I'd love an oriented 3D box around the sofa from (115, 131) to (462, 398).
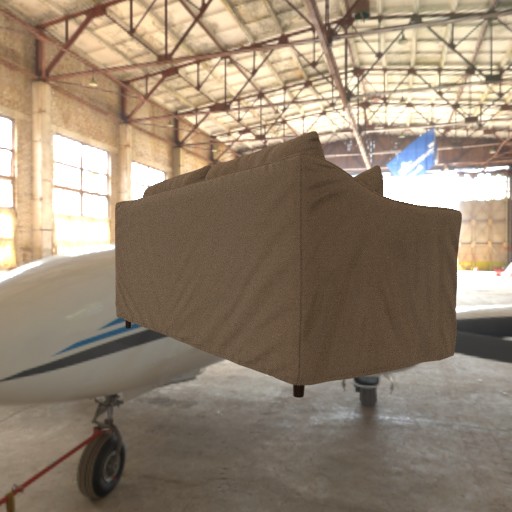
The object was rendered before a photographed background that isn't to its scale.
[{"bbox_3d":[0.000,0.000,2.638,1.072,1.018,2.010,0,1,-36],"label":"sofa"}]
